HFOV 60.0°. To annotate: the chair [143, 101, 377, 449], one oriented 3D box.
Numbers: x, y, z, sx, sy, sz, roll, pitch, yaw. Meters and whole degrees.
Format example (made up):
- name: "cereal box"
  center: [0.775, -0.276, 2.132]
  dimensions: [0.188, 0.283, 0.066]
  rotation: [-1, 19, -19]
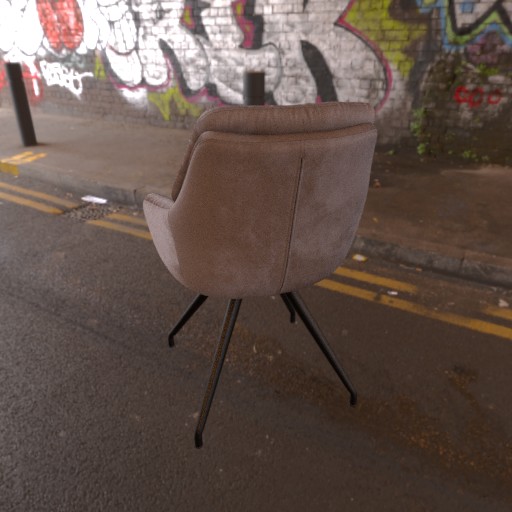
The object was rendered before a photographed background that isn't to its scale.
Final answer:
- name: "chair"
  center: [0.000, 0.000, 1.274]
  dimensions: [0.579, 0.888, 0.569]
  rotation: [-8, 27, -17]
